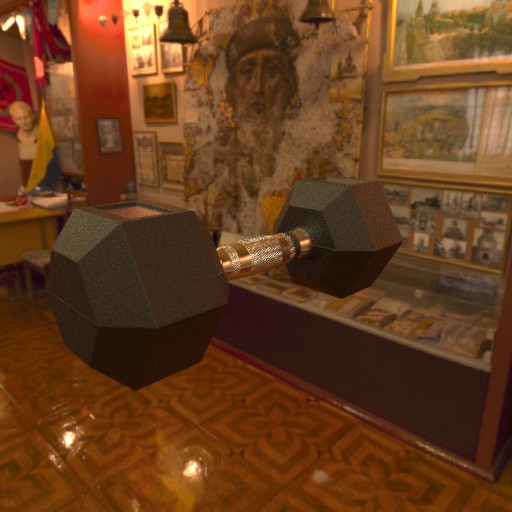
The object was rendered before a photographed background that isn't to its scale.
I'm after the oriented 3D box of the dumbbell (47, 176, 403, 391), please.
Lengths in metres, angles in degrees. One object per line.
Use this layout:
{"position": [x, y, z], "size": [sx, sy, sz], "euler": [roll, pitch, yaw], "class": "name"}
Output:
{"position": [0.000, 0.000, 0.424], "size": [0.356, 0.123, 0.141], "euler": [-15, 23, -42], "class": "dumbbell"}
